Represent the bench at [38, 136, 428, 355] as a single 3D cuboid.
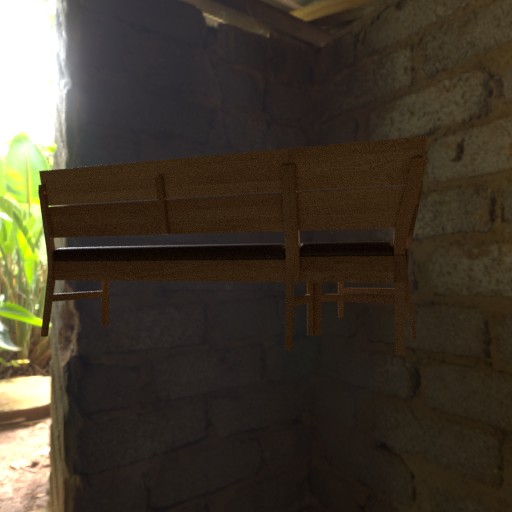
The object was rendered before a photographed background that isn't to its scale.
[{"bbox_3d":[0.000,0.000,2.770,1.975,0.890,1.549,-1,-2,18],"label":"bench"}]
